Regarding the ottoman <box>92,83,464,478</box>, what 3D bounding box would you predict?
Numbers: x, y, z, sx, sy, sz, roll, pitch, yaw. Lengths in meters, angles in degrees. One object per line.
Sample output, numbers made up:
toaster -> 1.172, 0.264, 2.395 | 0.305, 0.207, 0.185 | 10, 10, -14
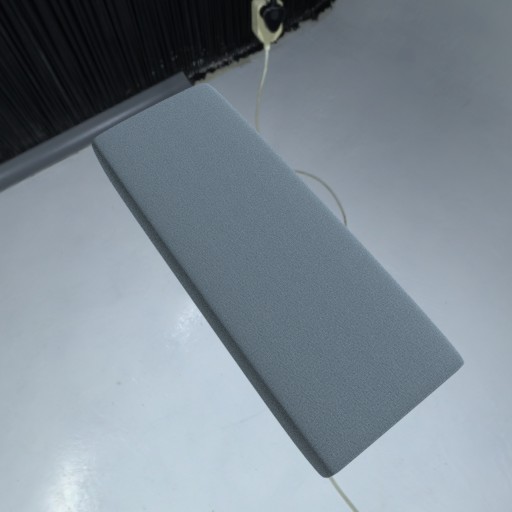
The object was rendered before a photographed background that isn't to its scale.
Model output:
ottoman -> 0.000, 0.000, 1.841 | 0.646, 0.393, 1.609 | -33, 69, -15
